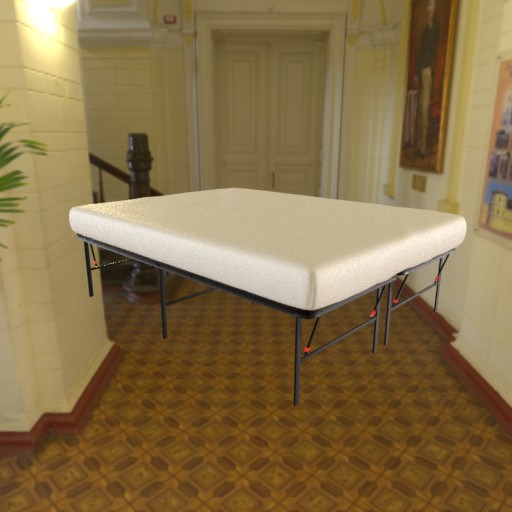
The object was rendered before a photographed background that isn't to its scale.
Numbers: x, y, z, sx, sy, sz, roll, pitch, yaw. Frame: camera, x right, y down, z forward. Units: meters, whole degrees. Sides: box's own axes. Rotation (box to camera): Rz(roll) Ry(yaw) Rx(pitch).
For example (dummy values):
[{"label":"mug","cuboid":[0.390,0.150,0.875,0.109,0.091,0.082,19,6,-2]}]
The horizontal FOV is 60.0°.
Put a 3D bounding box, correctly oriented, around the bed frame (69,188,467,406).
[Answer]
[{"label":"bed frame","cuboid":[0.000,0.000,2.938,2.151,0.667,1.584,15,21,42]}]
